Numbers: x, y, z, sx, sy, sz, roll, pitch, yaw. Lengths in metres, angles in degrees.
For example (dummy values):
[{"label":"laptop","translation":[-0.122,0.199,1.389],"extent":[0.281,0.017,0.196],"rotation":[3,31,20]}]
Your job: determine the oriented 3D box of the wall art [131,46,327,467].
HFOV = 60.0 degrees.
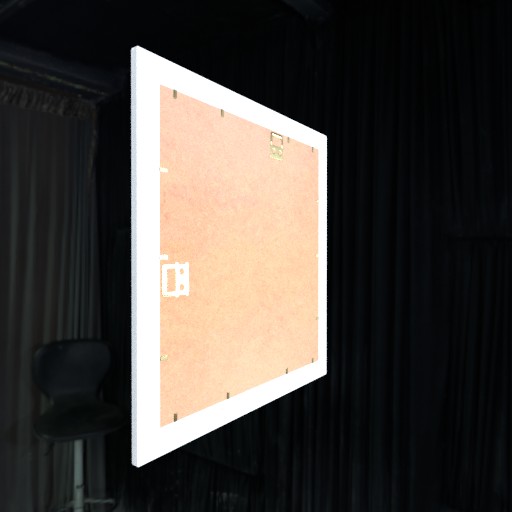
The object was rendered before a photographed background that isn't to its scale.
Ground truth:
[{"label":"wall art","translation":[0.000,0.000,0.854],"extent":[0.013,0.584,0.584],"rotation":[0,0,35]}]
